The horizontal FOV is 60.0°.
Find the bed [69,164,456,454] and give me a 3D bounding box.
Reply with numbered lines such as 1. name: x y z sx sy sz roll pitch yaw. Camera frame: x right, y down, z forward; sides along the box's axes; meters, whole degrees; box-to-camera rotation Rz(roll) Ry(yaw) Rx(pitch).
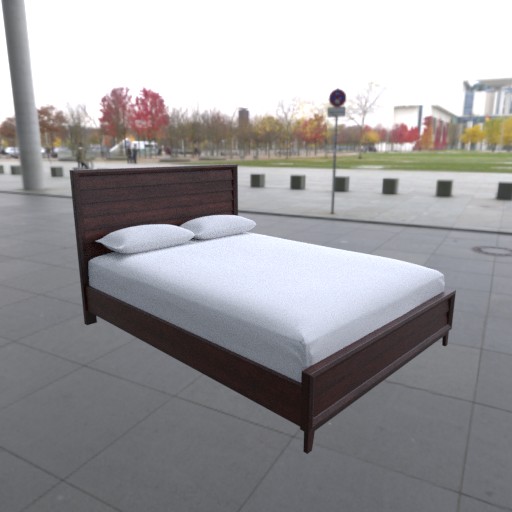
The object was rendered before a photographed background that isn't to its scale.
1. bed: 0.000 0.000 3.971 2.803 1.492 2.040 13 19 43
